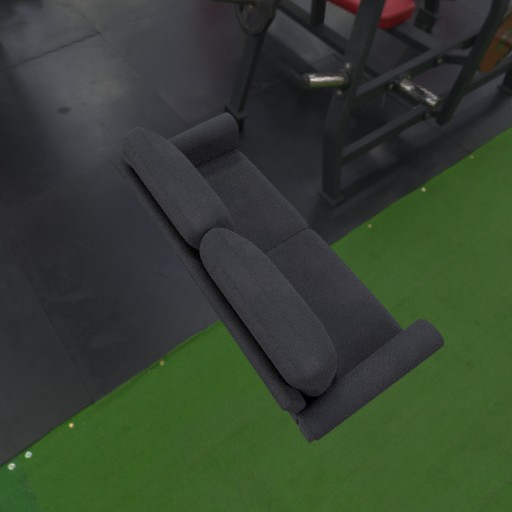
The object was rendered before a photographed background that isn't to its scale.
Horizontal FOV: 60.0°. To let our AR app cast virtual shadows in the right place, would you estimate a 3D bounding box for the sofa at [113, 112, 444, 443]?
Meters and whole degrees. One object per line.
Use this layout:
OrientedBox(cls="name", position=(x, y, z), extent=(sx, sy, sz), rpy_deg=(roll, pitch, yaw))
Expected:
OrientedBox(cls="sofa", position=(0.000, 0.000, 2.484), extent=(0.842, 0.942, 1.935), rpy_deg=(-30, 62, -17))
